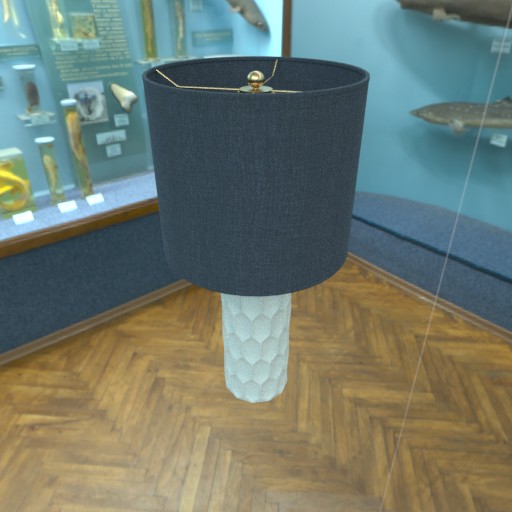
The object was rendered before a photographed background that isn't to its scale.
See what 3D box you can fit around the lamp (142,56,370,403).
[{"bbox_3d":[0.000,0.000,0.689,0.277,0.537,0.277,-22,38,-32],"label":"lamp"}]
